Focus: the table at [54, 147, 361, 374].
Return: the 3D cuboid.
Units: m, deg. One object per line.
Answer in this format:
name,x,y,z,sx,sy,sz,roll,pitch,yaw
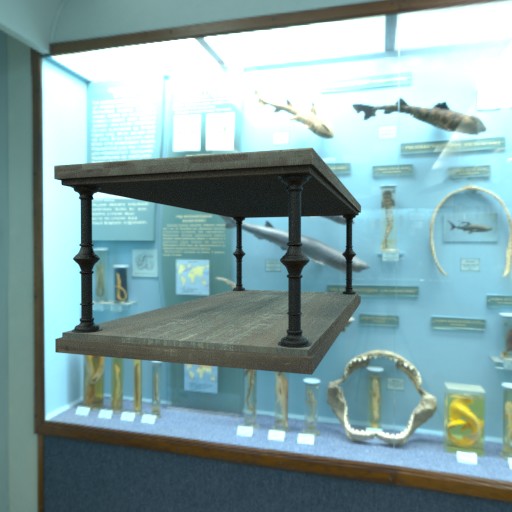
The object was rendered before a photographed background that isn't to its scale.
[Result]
table,0.000,0.000,1.379,0.554,0.399,1.088,0,1,18
